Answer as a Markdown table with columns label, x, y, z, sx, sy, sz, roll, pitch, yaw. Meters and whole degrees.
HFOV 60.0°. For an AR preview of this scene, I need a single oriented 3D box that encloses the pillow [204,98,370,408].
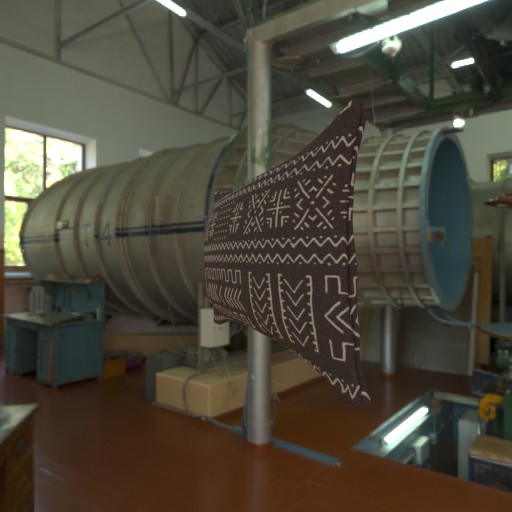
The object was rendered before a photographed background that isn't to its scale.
| label | x | y | z | sx | sy | sz | roll | pitch | yaw |
| --- | --- | --- | --- | --- | --- | --- | --- | --- | --- |
| pillow | 0.000 | 0.000 | 0.763 | 0.135 | 0.322 | 0.667 | 0 | -1 | -18 |
